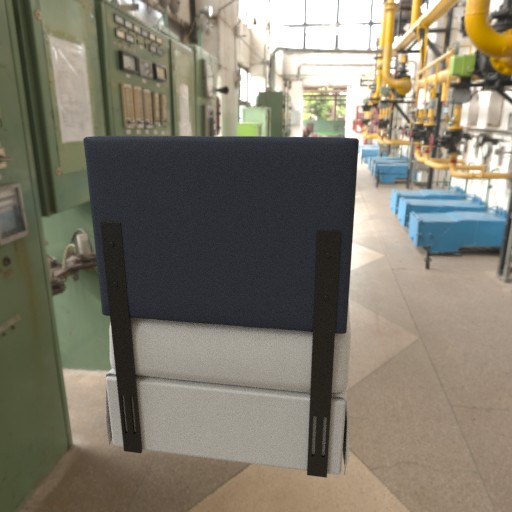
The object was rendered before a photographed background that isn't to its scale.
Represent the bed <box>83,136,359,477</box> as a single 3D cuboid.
[{"bbox_3d":[0.000,0.000,2.903,1.261,1.571,1.997,3,17,9],"label":"bed"}]
